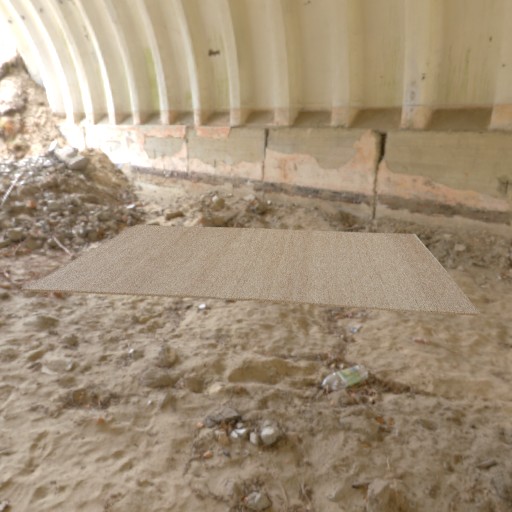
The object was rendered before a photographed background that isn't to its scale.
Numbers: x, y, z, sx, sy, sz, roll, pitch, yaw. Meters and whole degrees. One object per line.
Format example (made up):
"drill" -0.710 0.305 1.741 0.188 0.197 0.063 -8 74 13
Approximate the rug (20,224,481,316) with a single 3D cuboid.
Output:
"rug" 0.000 0.000 2.953 2.346 0.029 1.574 2 17 8
